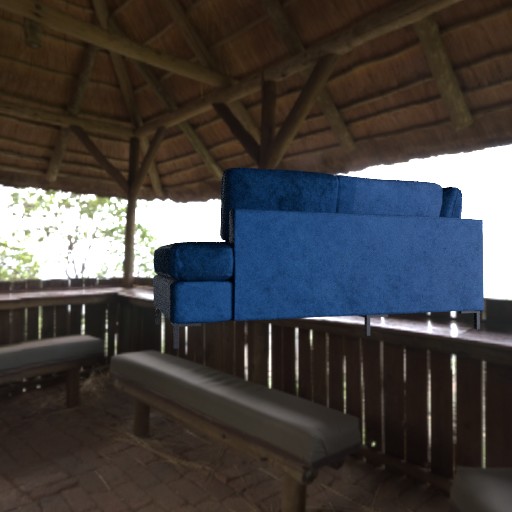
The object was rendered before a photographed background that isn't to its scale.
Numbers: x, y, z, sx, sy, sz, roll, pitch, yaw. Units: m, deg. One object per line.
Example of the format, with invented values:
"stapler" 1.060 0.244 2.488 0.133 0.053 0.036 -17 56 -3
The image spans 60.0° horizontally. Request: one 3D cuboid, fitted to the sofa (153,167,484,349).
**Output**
"sofa" 0.000 0.000 4.197 2.055 0.992 3.434 0 -1 -18
